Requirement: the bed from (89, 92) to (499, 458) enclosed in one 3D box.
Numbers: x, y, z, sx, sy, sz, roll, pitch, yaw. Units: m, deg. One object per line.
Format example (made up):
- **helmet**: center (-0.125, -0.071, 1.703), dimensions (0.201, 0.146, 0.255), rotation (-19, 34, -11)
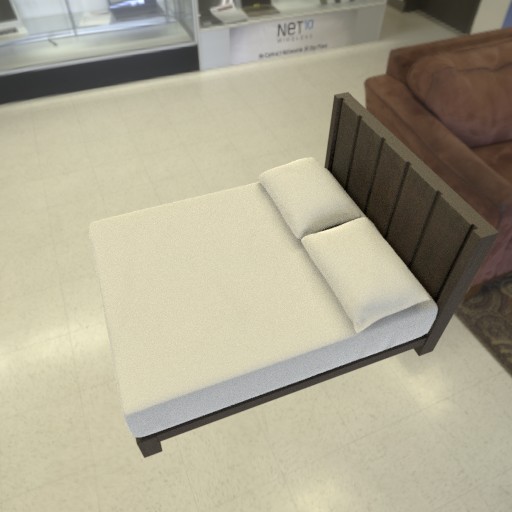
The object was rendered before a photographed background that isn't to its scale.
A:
- **bed**: center (0.000, 0.000, 3.207), dimensions (2.242, 1.270, 1.727), rotation (-16, 49, -14)
